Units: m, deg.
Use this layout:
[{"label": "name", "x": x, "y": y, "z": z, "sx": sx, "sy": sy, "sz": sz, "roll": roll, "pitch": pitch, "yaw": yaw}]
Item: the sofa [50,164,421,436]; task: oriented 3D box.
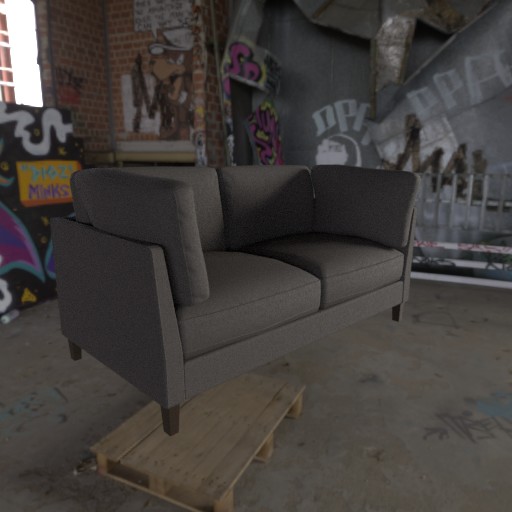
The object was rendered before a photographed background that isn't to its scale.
[{"label": "sofa", "x": 0.000, "y": 0.000, "z": 2.314, "sx": 1.751, "sy": 0.920, "sz": 0.969, "roll": -12, "pitch": 17, "yaw": -43}]
